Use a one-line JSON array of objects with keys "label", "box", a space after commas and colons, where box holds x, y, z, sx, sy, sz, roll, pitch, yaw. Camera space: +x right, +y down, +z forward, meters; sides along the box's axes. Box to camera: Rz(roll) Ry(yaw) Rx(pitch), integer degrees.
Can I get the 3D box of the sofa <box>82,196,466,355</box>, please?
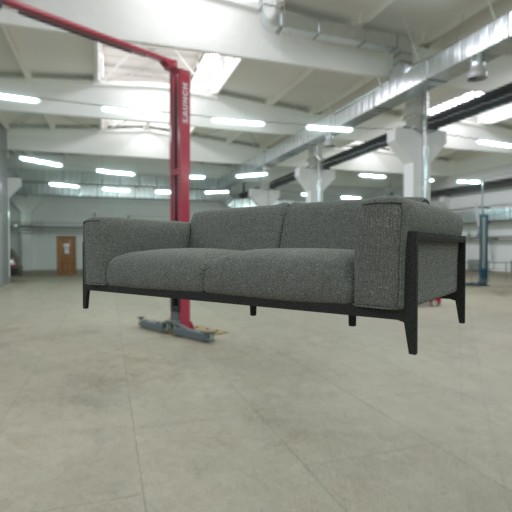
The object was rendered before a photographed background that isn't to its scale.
[{"label": "sofa", "box": [0.000, 0.000, 2.619, 2.125, 0.703, 0.985, 1, 1, 36]}]
